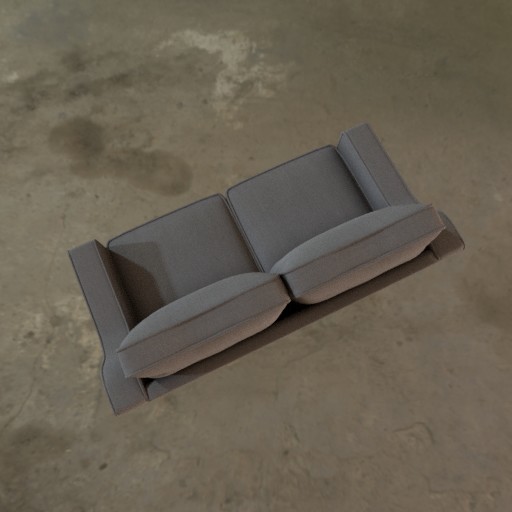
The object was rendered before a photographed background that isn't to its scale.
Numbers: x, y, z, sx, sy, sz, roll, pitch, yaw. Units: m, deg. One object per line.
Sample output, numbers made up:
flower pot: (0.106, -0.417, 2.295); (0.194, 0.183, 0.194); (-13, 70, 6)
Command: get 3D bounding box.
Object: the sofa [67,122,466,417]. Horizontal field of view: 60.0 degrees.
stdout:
sofa: (0.000, 0.000, 2.026); (1.500, 0.948, 0.791); (-25, 76, -6)
